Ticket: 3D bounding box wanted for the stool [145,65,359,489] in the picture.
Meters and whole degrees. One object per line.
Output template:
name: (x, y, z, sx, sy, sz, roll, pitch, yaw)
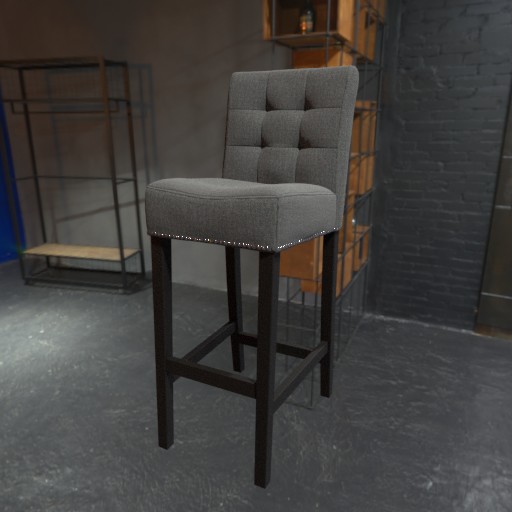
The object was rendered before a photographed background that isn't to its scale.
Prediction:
stool: (0.000, 0.000, 1.280, 0.411, 1.047, 0.548, 8, 18, 26)
